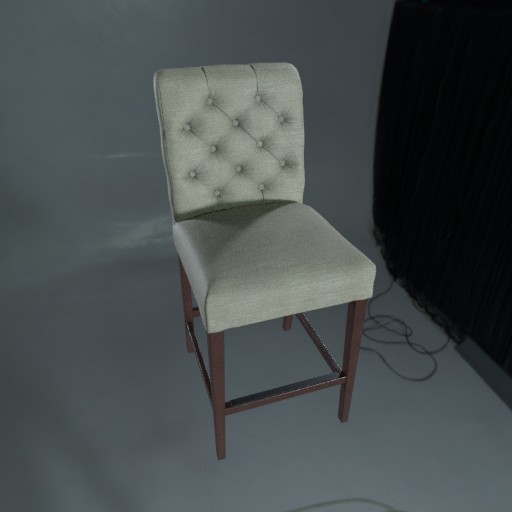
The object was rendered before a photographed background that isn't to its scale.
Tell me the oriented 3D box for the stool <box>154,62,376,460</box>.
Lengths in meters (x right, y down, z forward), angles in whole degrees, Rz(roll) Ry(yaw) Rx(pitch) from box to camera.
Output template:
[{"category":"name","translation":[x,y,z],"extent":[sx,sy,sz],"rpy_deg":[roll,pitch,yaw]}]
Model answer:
[{"category":"stool","translation":[0.000,0.000,1.451],"extent":[0.486,1.084,0.660],"rpy_deg":[-10,33,-16]}]
